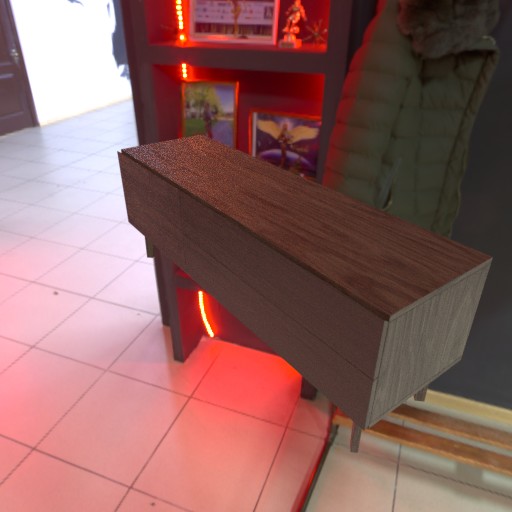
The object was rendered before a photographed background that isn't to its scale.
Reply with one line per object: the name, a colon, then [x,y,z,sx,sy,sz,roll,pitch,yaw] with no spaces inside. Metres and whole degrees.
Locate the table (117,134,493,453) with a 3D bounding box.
table: [0.000,0.000,1.590,0.405,0.508,1.397,-20,36,-31]
